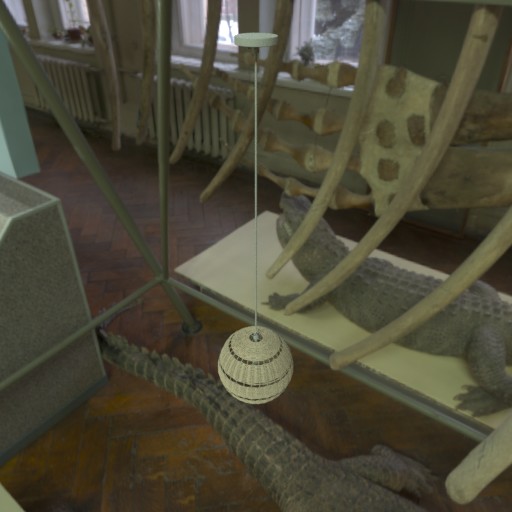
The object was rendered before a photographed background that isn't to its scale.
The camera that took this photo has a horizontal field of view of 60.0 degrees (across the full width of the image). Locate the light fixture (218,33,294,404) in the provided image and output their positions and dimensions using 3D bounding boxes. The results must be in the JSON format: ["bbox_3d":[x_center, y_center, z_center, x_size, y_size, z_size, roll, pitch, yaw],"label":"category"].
[{"bbox_3d":[0.000,0.000,2.252,0.457,2.019,0.457,22,39,30],"label":"light fixture"}]
